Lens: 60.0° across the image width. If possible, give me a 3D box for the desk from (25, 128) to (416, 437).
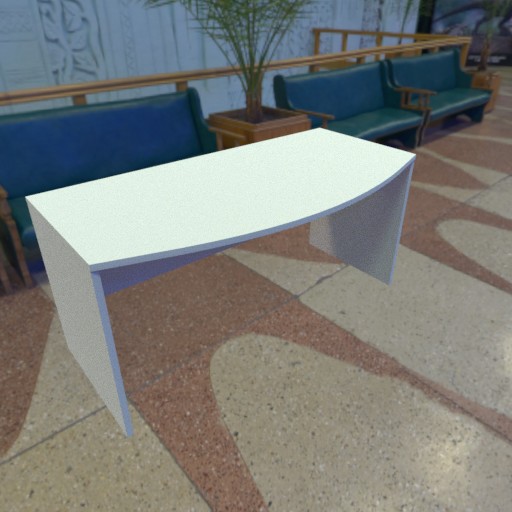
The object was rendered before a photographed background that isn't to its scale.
[{"bbox_3d":[0.000,0.000,2.035,1.600,0.750,0.802,-22,37,-33],"label":"desk"}]
